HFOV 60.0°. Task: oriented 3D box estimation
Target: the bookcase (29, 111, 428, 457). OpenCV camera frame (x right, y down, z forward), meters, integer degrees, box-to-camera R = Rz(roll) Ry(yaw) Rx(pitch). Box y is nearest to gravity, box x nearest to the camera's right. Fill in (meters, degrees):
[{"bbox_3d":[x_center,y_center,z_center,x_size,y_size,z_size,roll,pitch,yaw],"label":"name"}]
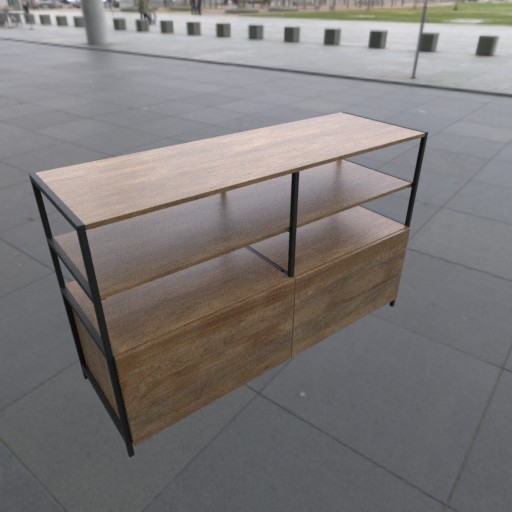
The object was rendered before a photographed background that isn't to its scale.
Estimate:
[{"bbox_3d":[0.000,0.000,1.466,1.149,0.712,0.391,-21,36,-31],"label":"bookcase"}]
